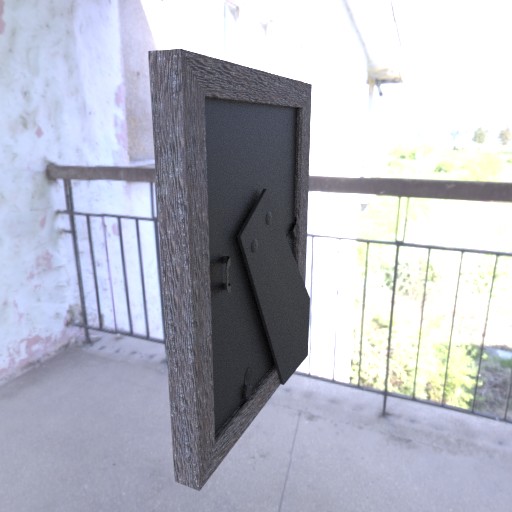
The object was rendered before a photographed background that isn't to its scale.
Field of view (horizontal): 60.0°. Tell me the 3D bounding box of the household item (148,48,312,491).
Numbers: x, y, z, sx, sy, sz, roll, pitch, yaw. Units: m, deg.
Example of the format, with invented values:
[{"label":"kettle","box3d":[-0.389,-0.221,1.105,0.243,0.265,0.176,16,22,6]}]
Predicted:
[{"label":"household item","box3d":[0.000,0.000,0.272,0.020,0.210,0.160,7,18,24]}]
